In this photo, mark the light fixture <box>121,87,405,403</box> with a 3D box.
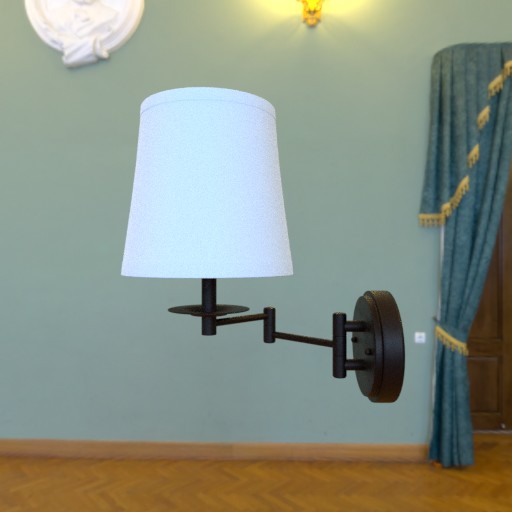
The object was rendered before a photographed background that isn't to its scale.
[{"bbox_3d":[0.000,0.000,0.264,0.157,0.172,0.100,0,0,0],"label":"light fixture"}]
